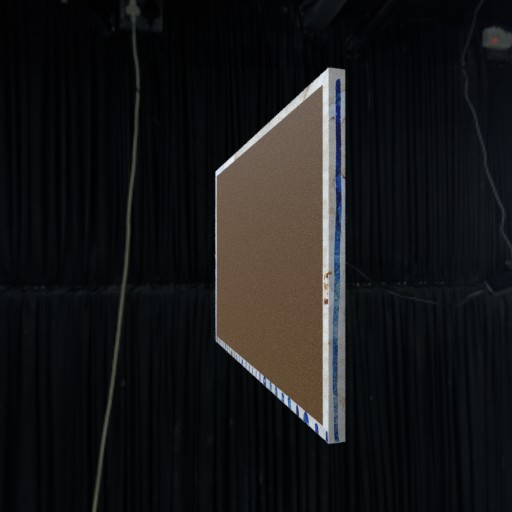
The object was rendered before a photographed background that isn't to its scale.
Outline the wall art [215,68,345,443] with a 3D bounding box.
[{"bbox_3d":[0.000,0.000,1.161,0.030,0.609,0.919,0,0,-17],"label":"wall art"}]
